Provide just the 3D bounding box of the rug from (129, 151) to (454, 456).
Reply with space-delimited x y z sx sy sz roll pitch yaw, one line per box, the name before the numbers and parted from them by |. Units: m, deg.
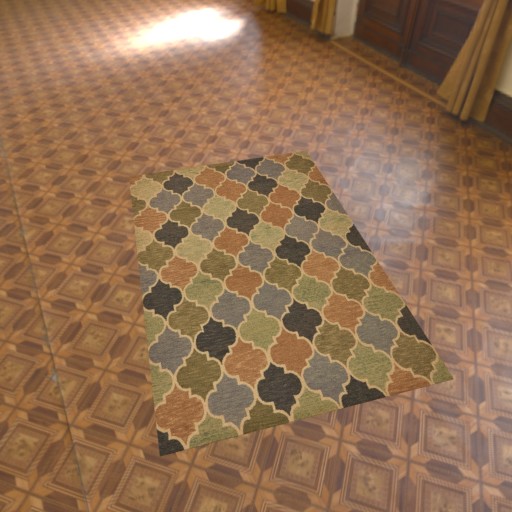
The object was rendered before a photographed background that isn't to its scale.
rug | 0.000 0.000 2.950 1.521 0.006 2.284 -11 46 -11
